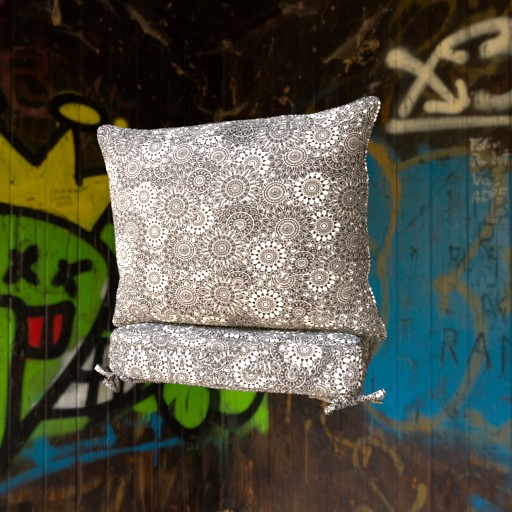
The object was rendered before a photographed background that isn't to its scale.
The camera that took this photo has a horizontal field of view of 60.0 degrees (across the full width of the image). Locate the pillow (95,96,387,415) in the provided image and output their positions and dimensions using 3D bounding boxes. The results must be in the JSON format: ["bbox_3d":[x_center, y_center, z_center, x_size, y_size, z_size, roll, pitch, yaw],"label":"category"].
[{"bbox_3d":[0.000,0.000,1.386,0.798,0.722,0.740,0,-1,18],"label":"pillow"}]
